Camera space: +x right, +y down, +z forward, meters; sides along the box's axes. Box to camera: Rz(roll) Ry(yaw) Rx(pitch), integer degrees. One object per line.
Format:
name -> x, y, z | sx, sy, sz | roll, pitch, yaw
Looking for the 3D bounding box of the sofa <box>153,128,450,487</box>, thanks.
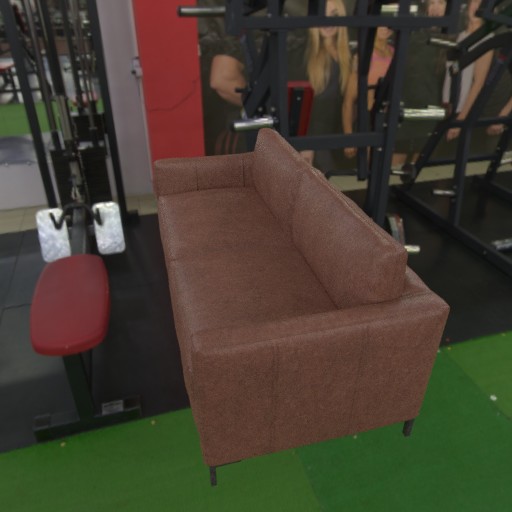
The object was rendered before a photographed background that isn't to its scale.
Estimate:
sofa -> 0.000, 0.000, 2.213 | 0.899, 0.883, 1.797 | -8, 32, -13
